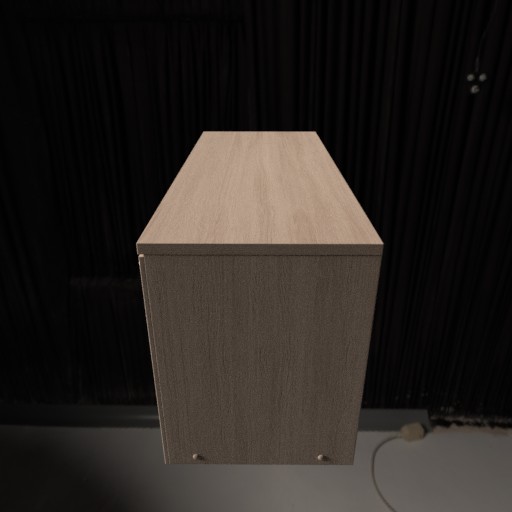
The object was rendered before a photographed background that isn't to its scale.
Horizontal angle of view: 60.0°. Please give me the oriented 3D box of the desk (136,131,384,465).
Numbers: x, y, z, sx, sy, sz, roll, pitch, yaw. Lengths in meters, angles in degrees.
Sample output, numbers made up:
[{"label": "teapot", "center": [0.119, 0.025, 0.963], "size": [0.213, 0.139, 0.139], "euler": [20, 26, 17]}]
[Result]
[{"label": "desk", "center": [0.000, 0.000, 1.808], "size": [0.600, 0.740, 1.390], "euler": [0, 26, 0]}]
